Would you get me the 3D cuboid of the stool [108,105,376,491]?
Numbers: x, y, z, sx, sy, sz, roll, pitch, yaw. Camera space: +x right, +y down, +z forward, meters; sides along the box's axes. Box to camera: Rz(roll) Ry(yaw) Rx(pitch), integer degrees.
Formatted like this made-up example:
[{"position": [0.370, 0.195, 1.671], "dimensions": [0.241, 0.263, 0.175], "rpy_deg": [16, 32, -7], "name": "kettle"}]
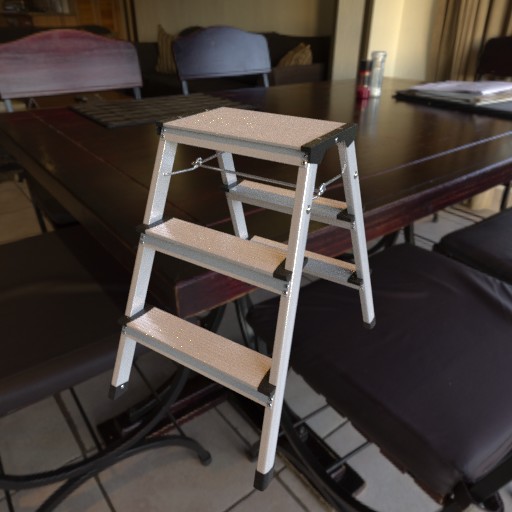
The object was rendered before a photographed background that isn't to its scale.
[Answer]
[{"position": [0.000, 0.000, 1.022], "dimensions": [0.437, 0.605, 0.622], "rpy_deg": [18, 34, 28], "name": "stool"}]
